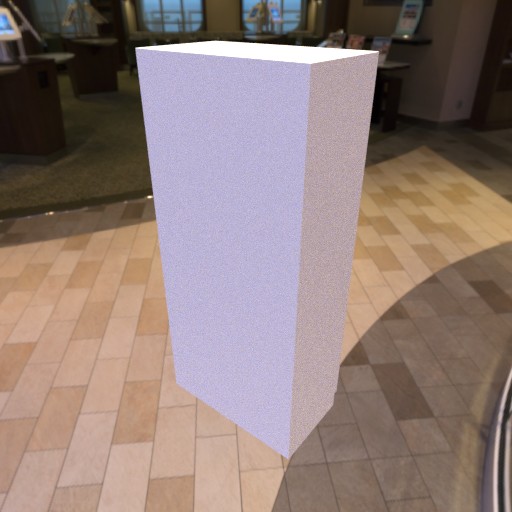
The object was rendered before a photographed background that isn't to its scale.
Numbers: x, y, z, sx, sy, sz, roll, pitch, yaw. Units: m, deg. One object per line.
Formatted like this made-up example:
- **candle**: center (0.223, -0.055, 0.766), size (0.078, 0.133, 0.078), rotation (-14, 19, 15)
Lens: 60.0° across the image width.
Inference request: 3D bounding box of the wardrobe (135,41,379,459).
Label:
- **wardrobe**: center (0.000, 0.000, 2.004), size (0.760, 1.700, 0.470), rotation (22, 36, 33)
